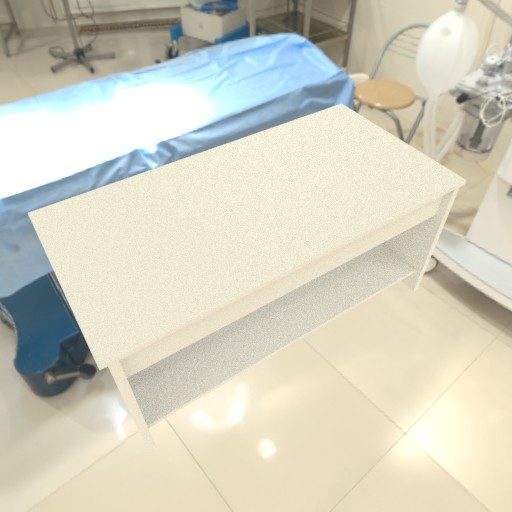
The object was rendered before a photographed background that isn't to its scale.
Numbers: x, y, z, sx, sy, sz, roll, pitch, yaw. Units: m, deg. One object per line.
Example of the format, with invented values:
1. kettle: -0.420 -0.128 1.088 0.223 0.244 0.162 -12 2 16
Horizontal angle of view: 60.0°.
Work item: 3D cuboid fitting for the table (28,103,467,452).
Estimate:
1. table: 0.000 0.000 1.281 1.000 0.441 0.500 -25 51 -22
